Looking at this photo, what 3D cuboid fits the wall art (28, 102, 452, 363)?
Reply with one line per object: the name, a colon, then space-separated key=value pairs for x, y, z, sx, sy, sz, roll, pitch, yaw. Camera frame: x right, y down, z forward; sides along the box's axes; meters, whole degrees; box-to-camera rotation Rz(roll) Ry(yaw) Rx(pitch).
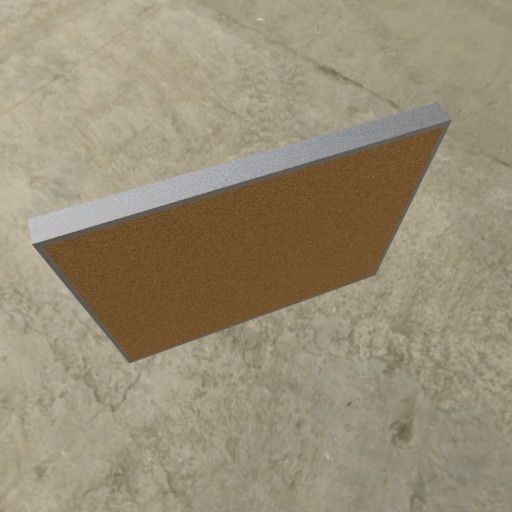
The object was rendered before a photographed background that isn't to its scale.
wall art: x=0.000 y=0.000 z=0.754 sx=0.557 sy=0.450 sz=0.037 roll=-18 pitch=61 yaw=-11
